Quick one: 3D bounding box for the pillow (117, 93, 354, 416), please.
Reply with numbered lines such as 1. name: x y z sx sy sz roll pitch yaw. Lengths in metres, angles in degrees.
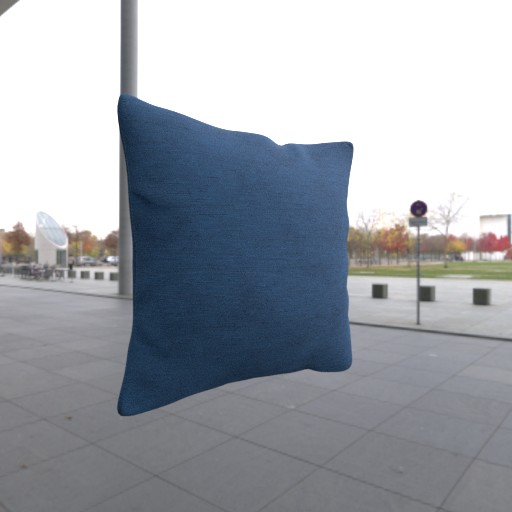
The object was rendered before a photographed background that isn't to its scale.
1. pillow: 0.000 0.000 0.694 0.437 0.420 0.177 0 0 -35
